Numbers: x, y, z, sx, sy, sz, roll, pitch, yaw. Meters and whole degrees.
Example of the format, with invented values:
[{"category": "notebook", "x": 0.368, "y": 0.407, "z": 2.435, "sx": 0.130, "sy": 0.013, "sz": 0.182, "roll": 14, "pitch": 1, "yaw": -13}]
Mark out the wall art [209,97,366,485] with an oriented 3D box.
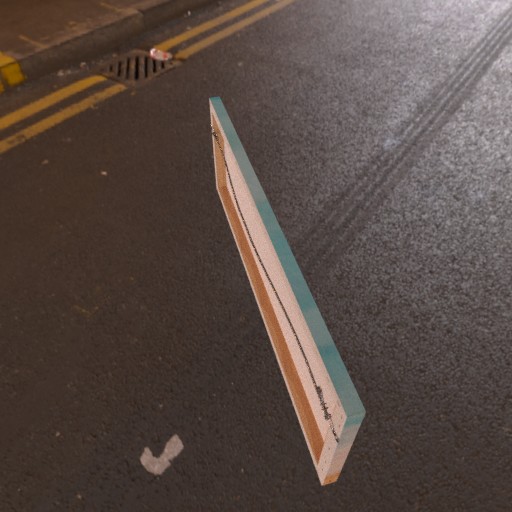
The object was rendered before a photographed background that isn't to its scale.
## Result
[{"category": "wall art", "x": 0.000, "y": 0.000, "z": 0.832, "sx": 0.044, "sy": 0.254, "sz": 0.759, "roll": -12, "pitch": 48, "yaw": -11}]
